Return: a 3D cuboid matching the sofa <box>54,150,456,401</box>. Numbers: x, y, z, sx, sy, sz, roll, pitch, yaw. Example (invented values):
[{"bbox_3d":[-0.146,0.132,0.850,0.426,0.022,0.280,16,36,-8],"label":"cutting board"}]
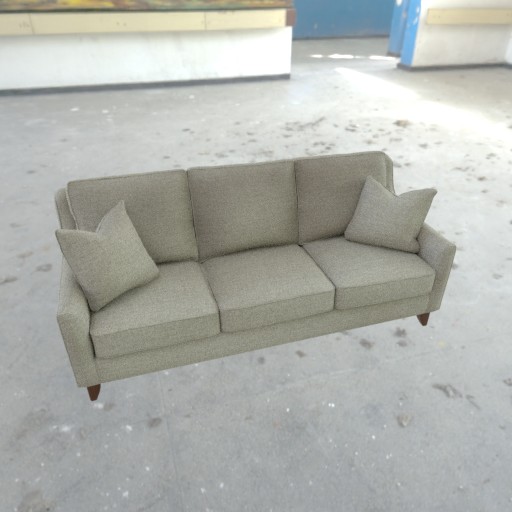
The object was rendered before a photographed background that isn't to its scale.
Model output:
[{"bbox_3d":[0.000,0.000,2.483,2.031,0.914,0.865,-9,33,-14],"label":"sofa"}]
